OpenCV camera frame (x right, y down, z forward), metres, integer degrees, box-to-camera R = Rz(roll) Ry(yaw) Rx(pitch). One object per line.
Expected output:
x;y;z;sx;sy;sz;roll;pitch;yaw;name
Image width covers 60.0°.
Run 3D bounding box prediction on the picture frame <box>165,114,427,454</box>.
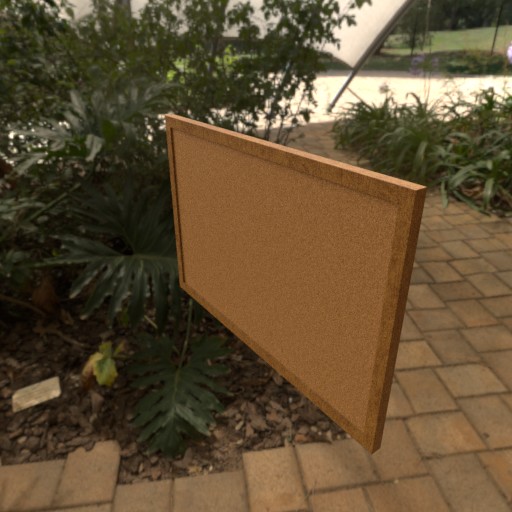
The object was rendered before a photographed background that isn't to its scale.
0.000;0.000;1.200;0.029;0.621;0.922;-18;32;-32;picture frame
